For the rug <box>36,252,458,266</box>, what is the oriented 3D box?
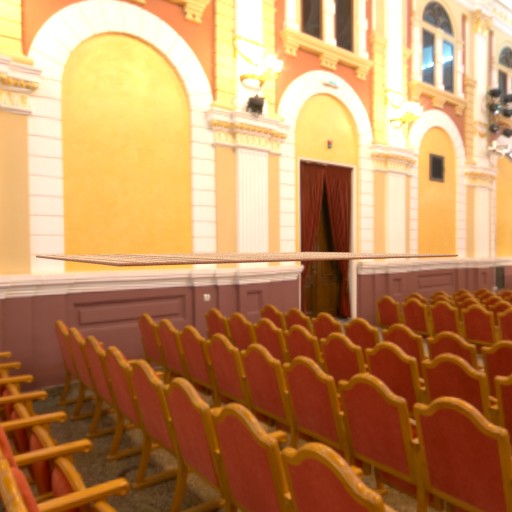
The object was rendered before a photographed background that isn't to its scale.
[{"bbox_3d":[0.000,0.000,2.998,2.438,0.014,1.523,-1,2,-37],"label":"rug"}]
